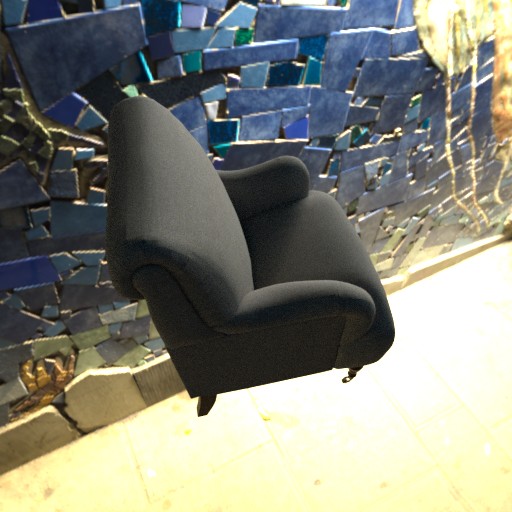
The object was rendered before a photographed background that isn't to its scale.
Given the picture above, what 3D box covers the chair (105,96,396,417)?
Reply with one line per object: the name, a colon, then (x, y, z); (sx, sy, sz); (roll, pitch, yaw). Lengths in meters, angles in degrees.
chair: (0.000, 0.000, 1.564); (0.843, 0.942, 0.766); (-9, 47, -8)
